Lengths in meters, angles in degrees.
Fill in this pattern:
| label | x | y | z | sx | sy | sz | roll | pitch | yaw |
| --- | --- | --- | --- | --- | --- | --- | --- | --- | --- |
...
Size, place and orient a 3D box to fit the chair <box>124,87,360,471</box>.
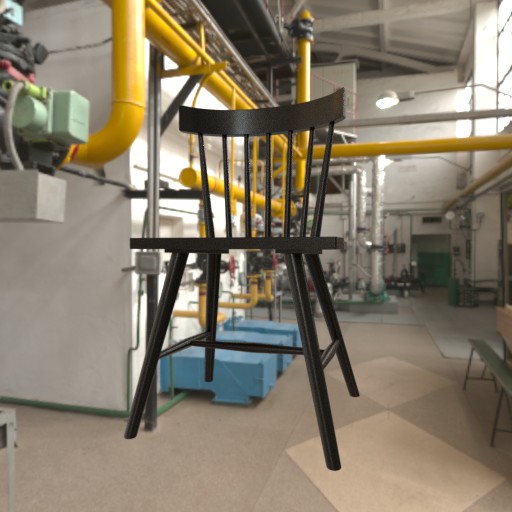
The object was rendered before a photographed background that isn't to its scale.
| label | x | y | z | sx | sy | sz | roll | pitch | yaw |
| --- | --- | --- | --- | --- | --- | --- | --- | --- | --- |
| chair | 0.000 | 0.000 | 1.176 | 0.506 | 0.844 | 0.483 | 0 | 1 | 18 |
